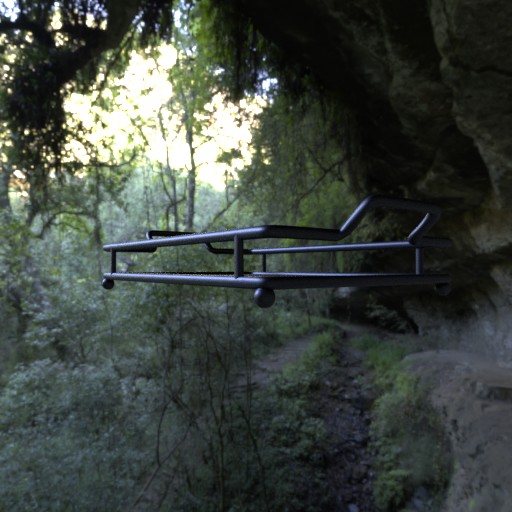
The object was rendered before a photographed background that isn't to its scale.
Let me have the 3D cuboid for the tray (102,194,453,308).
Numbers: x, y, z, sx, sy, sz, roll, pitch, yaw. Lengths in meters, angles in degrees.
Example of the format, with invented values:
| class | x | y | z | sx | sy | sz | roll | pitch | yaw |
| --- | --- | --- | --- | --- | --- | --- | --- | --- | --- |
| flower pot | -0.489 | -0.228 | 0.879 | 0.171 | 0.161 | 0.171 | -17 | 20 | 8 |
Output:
| class | x | y | z | sx | sy | sz | roll | pitch | yaw |
| --- | --- | --- | --- | --- | --- | --- | --- | --- | --- |
| tray | 0.000 | 0.000 | 0.619 | 0.297 | 0.101 | 0.495 | 1 | -2 | -37 |
